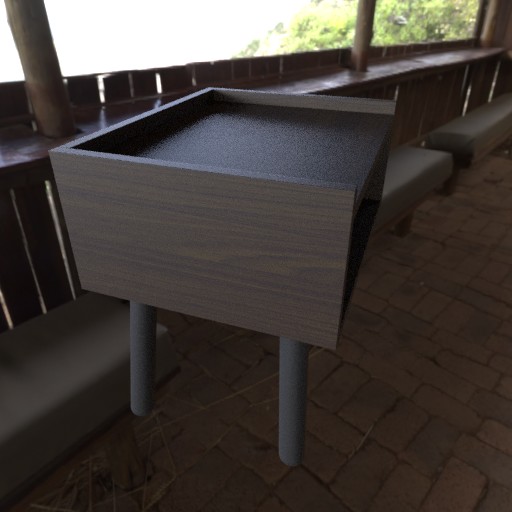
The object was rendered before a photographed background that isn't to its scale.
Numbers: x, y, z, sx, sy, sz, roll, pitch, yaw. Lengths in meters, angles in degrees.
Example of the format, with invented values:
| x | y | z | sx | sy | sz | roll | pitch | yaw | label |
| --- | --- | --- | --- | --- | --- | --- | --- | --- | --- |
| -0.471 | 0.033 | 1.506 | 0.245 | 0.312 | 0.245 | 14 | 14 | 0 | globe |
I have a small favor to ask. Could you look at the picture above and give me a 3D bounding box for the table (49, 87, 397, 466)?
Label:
| x | y | z | sx | sy | sz | roll | pitch | yaw | label |
| --- | --- | --- | --- | --- | --- | --- | --- | --- | --- |
| 0.000 | 0.000 | 0.783 | 0.370 | 0.470 | 0.450 | 11 | 32 | 17 | table |
